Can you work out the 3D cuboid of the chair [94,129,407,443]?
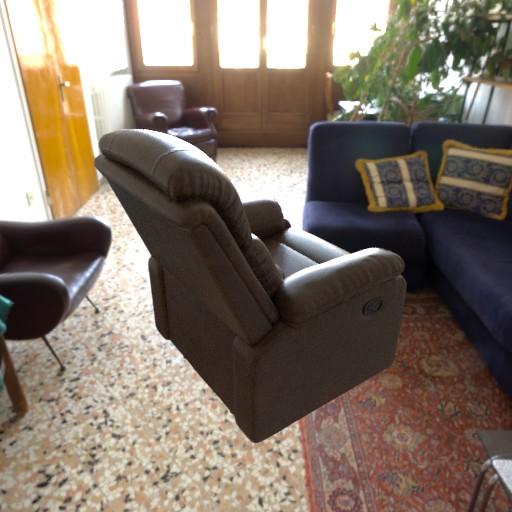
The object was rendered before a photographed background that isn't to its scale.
[{"bbox_3d":[0.000,0.000,1.685,0.919,0.992,0.855,-18,32,-31],"label":"chair"}]
